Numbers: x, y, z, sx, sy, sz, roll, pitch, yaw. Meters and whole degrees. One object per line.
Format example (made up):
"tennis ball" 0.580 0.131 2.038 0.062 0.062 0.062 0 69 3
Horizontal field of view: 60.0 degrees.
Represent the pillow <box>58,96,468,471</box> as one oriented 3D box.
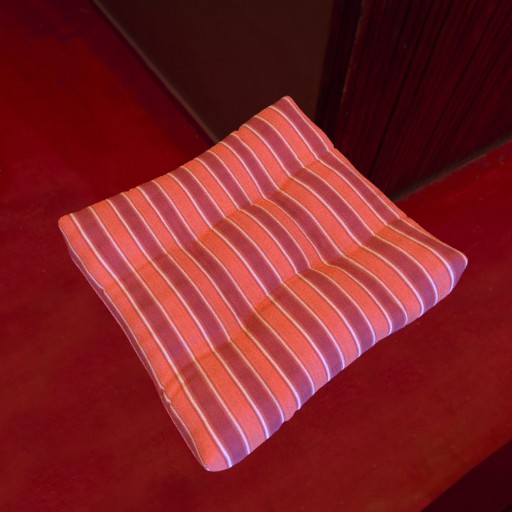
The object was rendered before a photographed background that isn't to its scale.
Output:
"pillow" 0.000 0.000 0.728 0.490 0.133 0.468 -33 68 -16
